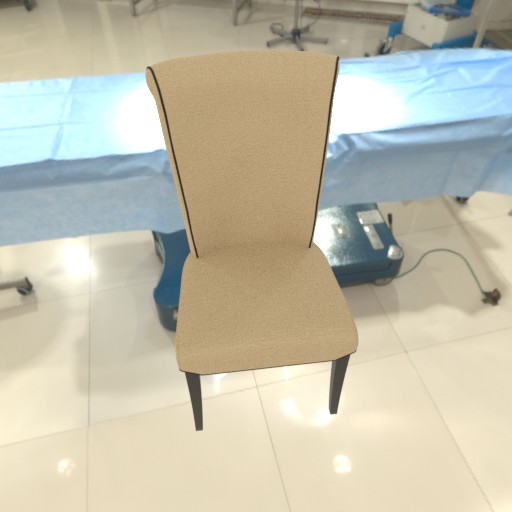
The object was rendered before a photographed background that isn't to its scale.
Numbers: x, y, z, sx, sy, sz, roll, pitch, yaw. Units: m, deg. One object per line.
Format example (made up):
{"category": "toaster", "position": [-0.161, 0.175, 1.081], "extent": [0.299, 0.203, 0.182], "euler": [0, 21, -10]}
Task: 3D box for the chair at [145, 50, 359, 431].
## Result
{"category": "chair", "position": [0.000, 0.000, 1.350], "extent": [0.522, 0.997, 0.623], "euler": [-5, 47, -5]}
